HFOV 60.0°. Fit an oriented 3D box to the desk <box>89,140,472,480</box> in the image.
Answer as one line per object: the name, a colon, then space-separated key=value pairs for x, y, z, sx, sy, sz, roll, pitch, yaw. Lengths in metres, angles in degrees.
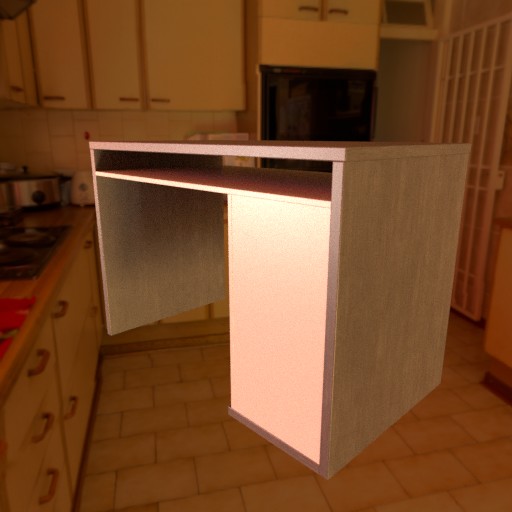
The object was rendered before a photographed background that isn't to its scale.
desk: x=0.000 y=0.000 z=1.506 sx=0.600 sy=0.750 sz=1.100 roll=-14 pitch=21 yaw=-42
